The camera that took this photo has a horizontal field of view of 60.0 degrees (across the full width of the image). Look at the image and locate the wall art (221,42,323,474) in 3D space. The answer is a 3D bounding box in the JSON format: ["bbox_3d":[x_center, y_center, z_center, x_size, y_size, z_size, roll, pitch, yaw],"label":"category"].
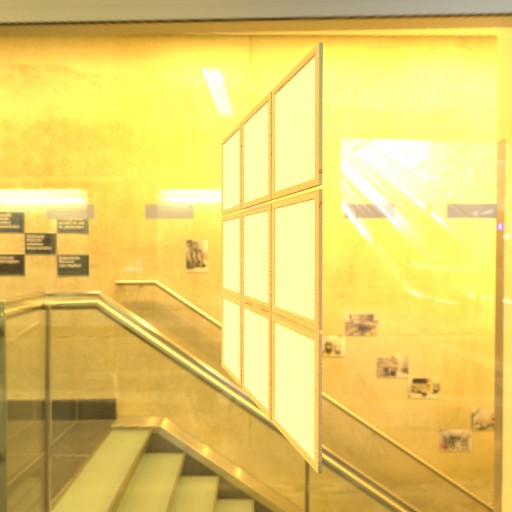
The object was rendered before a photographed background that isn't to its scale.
[{"bbox_3d":[0.000,0.000,1.830,0.013,1.219,1.214,0,1,-17],"label":"wall art"}]
